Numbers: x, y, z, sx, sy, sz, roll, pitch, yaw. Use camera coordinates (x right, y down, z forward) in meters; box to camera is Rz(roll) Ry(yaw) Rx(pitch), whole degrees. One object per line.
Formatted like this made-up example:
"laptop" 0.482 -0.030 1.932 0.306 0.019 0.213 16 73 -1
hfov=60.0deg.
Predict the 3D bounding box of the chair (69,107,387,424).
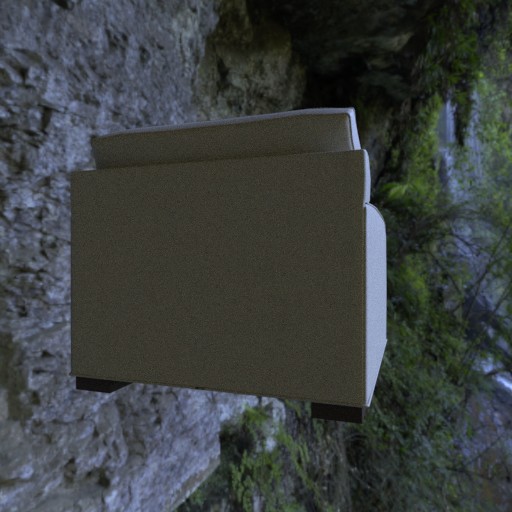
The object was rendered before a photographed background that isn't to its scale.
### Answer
"chair" 0.000 0.000 1.834 0.998 0.913 1.043 0 0 19
